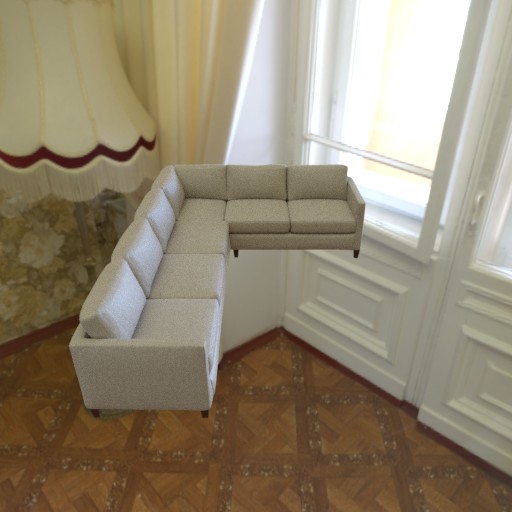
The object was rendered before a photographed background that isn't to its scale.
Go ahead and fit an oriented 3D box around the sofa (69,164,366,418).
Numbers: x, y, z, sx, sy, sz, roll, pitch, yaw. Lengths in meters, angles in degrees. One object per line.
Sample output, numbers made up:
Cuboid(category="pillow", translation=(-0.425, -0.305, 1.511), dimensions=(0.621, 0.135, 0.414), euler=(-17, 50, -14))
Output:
Cuboid(category="sofa", translation=(0.000, 0.000, 4.446), dimensions=(2.522, 0.934, 3.333), euler=(0, 30, 0))
